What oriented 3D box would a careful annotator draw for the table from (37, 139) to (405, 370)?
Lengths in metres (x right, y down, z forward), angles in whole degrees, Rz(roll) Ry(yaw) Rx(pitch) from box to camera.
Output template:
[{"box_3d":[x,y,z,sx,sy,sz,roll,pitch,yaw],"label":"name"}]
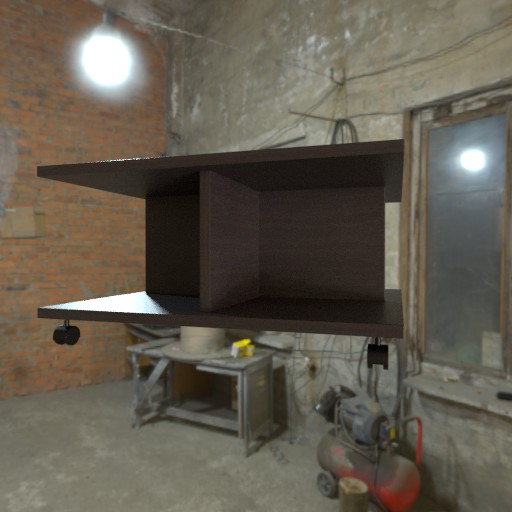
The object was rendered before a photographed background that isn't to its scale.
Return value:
[{"box_3d":[0.000,0.000,1.215,0.762,0.396,0.762,0,0,18],"label":"table"}]
